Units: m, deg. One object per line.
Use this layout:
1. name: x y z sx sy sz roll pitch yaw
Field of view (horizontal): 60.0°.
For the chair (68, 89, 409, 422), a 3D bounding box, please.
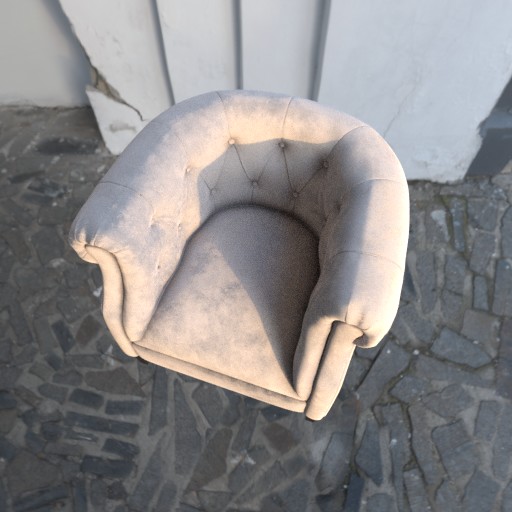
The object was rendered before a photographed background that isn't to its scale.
1. chair: 0.000 0.000 1.575 0.904 0.826 0.851 16 60 10
